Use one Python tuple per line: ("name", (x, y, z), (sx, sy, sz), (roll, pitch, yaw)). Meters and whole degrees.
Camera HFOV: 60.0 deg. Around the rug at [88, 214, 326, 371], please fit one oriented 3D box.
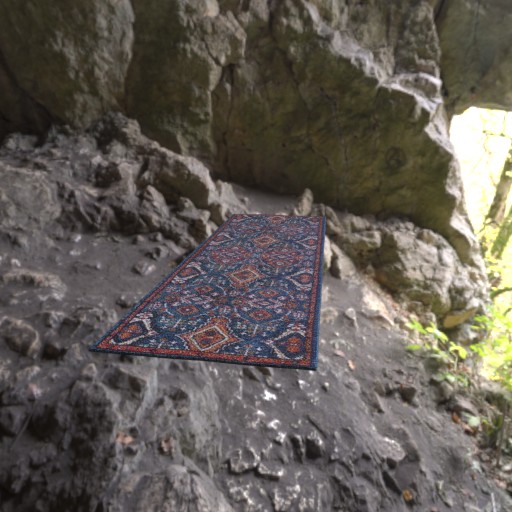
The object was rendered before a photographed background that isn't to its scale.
("rug", (0.000, 0.000, 2.646), (0.801, 0.010, 2.459), (3, 17, 9))
